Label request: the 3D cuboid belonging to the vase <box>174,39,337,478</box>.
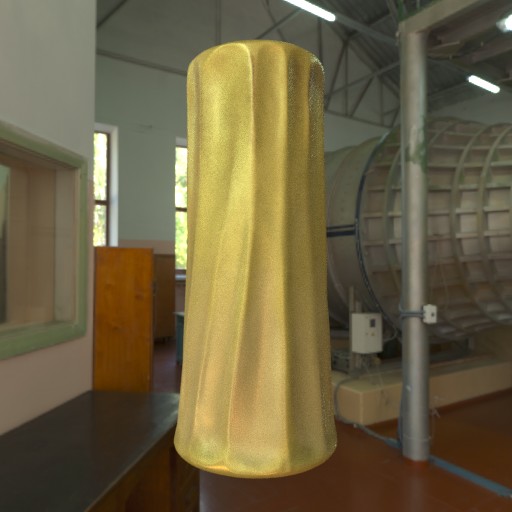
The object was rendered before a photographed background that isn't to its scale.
[{"bbox_3d":[0.000,0.000,0.170,0.061,0.143,0.061,0,-1,0],"label":"vase"}]
